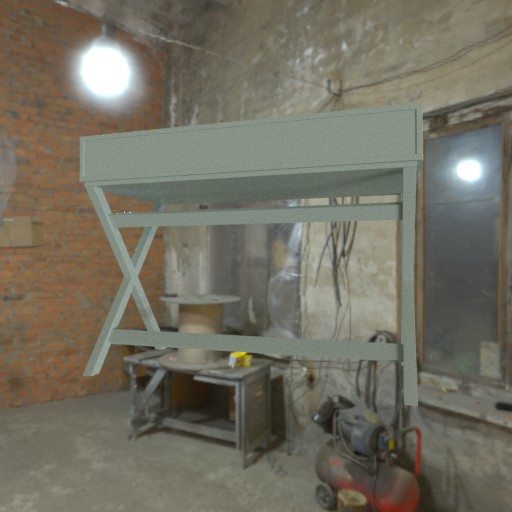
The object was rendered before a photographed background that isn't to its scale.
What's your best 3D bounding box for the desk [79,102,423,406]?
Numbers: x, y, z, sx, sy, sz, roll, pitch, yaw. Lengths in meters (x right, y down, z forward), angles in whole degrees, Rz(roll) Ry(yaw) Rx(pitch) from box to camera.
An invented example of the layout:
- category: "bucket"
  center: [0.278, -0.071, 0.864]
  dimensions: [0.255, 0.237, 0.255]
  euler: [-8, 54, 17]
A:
- category: "desk"
  center: [0.000, 0.000, 1.534]
  dimensions: [1.059, 0.780, 0.509]
  euler: [0, -1, 18]
